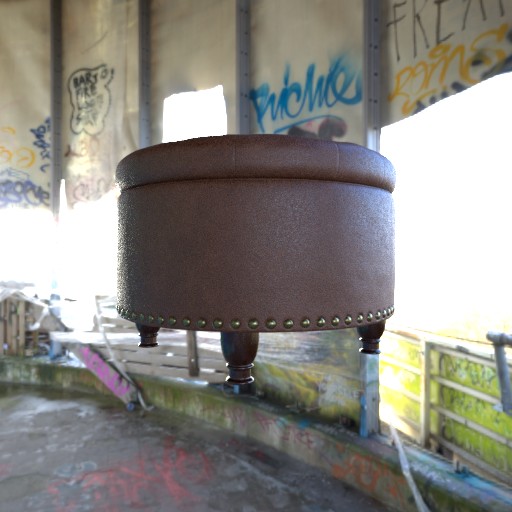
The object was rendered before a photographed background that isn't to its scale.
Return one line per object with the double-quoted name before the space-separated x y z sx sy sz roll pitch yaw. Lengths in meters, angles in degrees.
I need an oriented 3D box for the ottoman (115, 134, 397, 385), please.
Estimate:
"ottoman" 0.000 0.000 1.054 0.637 0.442 0.637 0 1 0
